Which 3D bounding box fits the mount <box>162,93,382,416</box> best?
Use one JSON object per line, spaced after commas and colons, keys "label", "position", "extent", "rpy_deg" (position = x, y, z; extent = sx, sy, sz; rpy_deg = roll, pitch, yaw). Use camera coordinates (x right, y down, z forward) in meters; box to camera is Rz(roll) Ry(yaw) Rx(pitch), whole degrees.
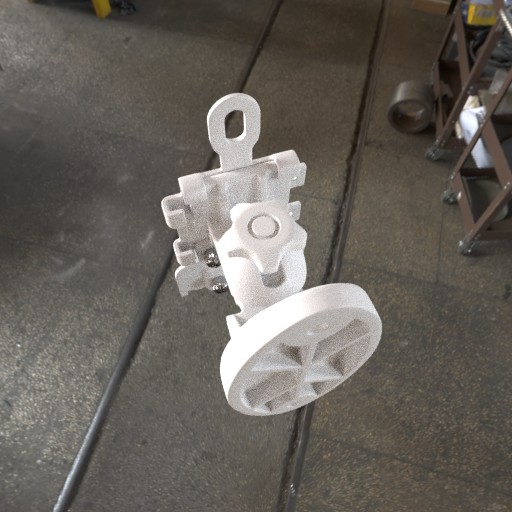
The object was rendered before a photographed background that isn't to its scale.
{"label": "mount", "position": [0.000, 0.000, 0.173], "extent": [0.066, 0.118, 0.100], "rpy_deg": [-16, 60, -9]}
